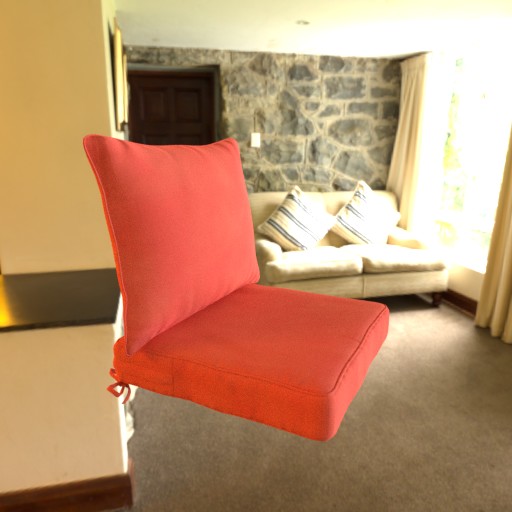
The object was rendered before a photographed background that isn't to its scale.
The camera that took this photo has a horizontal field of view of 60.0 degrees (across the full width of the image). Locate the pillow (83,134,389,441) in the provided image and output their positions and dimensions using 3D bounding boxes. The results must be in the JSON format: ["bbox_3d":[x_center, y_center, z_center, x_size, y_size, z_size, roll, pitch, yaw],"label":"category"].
[{"bbox_3d":[0.000,0.000,1.377,0.733,0.725,0.798,7,15,26],"label":"pillow"}]
